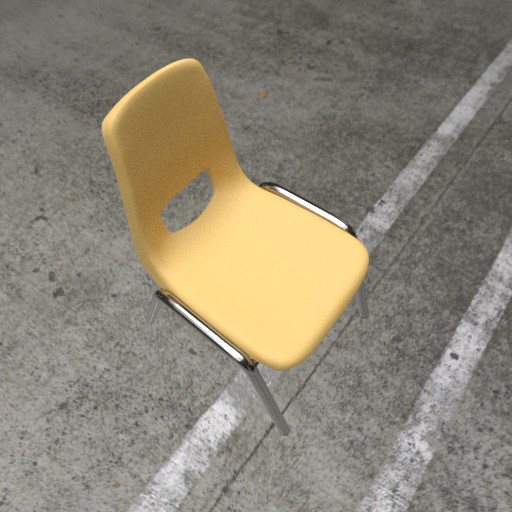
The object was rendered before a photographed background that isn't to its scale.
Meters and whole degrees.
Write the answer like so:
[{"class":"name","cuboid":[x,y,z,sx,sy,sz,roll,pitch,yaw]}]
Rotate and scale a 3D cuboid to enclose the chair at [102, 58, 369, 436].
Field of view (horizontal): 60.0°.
[{"class":"chair","cuboid":[0.000,0.000,0.819,0.423,0.586,0.354,33,64,18]}]
